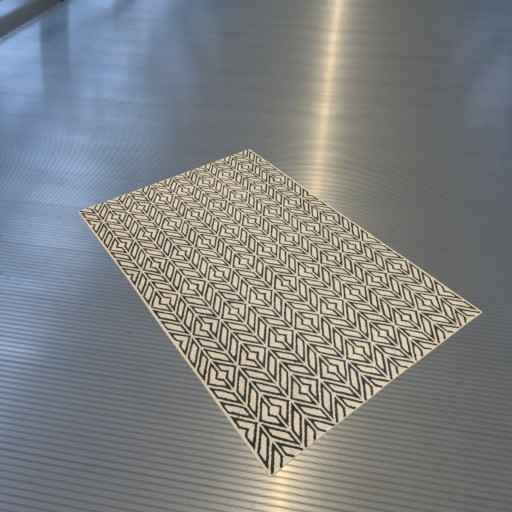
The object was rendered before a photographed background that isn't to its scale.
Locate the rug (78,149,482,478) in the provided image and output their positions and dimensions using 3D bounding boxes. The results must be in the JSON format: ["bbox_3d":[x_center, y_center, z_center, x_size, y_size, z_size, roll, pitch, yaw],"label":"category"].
[{"bbox_3d":[0.000,0.000,2.295,1.220,0.007,1.828,-26,49,-26],"label":"rug"}]
